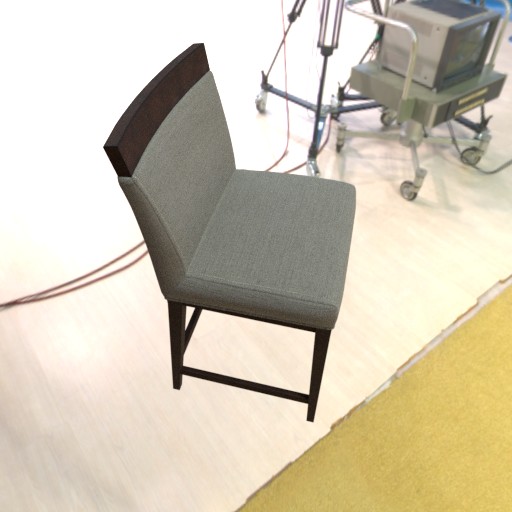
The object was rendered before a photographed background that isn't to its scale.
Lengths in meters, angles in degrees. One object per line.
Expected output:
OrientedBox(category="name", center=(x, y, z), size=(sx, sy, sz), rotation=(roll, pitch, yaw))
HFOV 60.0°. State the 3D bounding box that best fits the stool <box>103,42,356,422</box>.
OrientedBox(category="stool", center=(0.000, 0.000, 1.327), size=(0.531, 1.009, 0.512), rotation=(10, 47, 10))
